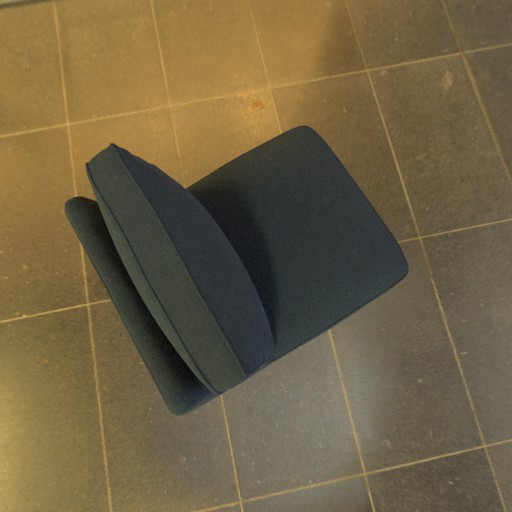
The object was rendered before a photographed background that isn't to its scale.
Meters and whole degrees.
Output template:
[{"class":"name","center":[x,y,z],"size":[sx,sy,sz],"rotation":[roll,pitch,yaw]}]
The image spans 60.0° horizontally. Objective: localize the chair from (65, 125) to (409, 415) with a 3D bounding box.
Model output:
[{"class":"chair","center":[0.000,0.000,1.624],"size":[0.912,1.052,0.724],"rotation":[-30,77,-8]}]
